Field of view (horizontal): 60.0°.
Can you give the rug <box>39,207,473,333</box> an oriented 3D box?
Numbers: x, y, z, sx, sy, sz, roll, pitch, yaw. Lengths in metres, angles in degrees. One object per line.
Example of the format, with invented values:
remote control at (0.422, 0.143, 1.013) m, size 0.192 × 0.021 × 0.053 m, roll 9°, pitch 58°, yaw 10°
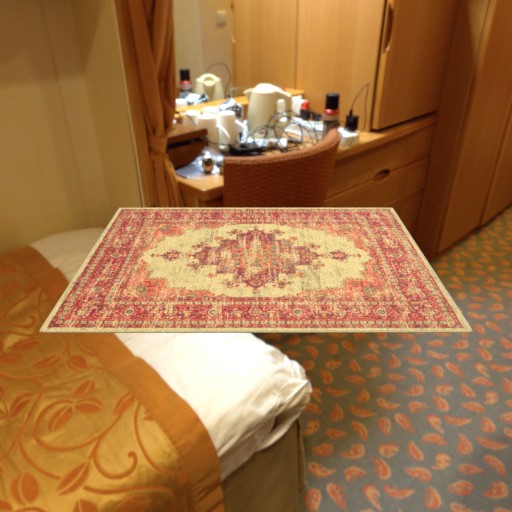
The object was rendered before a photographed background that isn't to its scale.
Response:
rug at (0.000, 0.000, 3.794) m, size 2.878 × 0.014 × 2.005 m, roll 0°, pitch 30°, yaw 0°
